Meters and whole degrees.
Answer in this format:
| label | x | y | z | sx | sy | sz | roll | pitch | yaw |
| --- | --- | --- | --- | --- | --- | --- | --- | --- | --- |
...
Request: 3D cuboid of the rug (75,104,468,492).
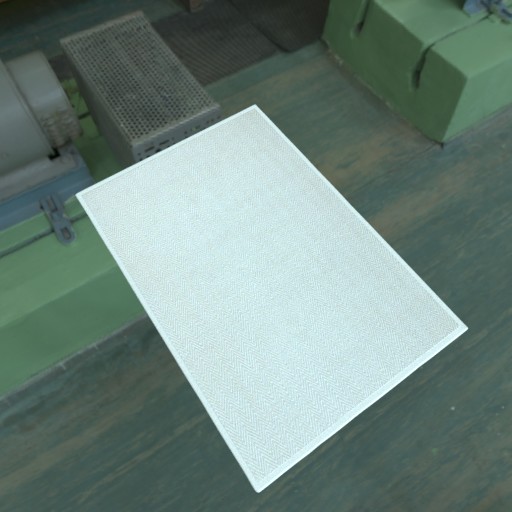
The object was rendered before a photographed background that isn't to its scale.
| label | x | y | z | sx | sy | sz | roll | pitch | yaw |
| --- | --- | --- | --- | --- | --- | --- | --- | --- | --- |
| rug | 0.000 | 0.000 | 2.870 | 1.532 | 0.017 | 2.244 | -31 | 67 | -15 |
